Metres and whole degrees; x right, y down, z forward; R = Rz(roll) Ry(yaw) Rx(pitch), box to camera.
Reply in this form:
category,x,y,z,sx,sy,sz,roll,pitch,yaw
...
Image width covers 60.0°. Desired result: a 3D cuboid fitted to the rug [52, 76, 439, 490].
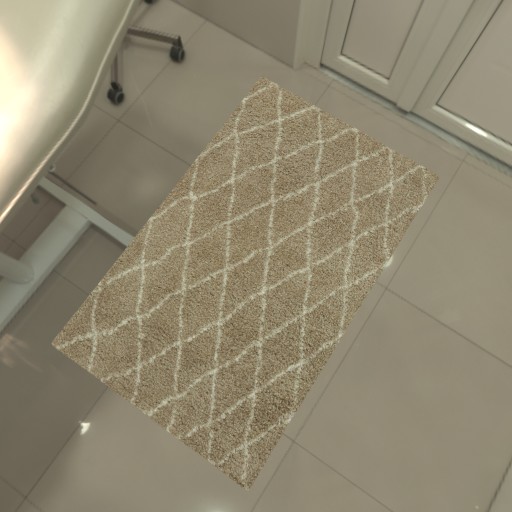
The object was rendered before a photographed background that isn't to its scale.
category,x,y,z,sx,sy,sz,roll,pitch,yaw
rug,0.000,0.000,2.997,1.524,0.030,2.438,33,76,9
